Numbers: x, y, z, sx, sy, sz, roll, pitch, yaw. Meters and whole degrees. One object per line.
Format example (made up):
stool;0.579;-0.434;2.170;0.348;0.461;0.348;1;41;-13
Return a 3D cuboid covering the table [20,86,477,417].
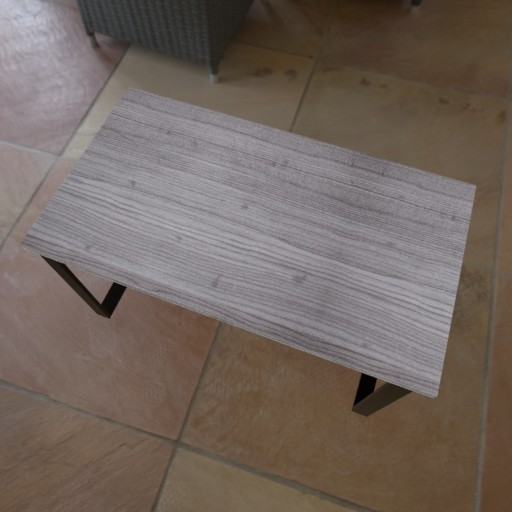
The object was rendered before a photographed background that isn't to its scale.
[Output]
table;0.000;0.000;2.064;1.579;0.736;0.881;19;65;9
